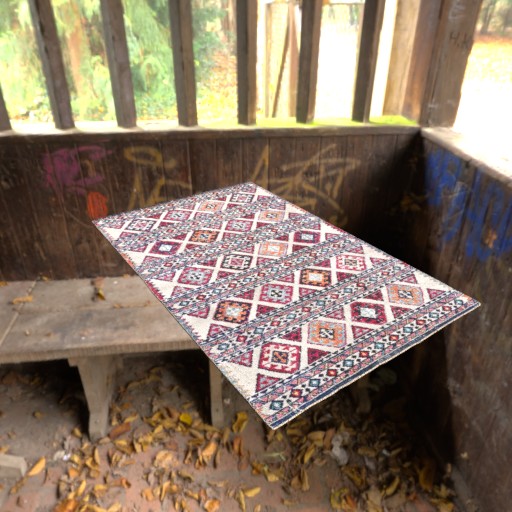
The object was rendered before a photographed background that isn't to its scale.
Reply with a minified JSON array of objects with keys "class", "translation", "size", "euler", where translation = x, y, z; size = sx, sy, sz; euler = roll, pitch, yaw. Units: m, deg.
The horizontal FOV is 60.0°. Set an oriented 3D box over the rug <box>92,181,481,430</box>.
[{"class":"rug","translation":[0.000,0.000,3.084],"size":[1.545,0.010,2.440],"euler":[-19,36,-30]}]
